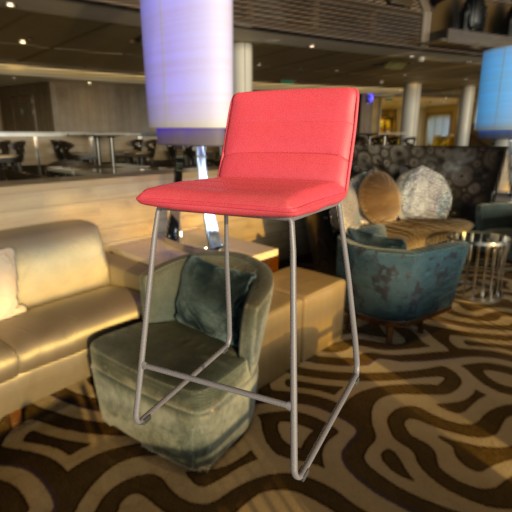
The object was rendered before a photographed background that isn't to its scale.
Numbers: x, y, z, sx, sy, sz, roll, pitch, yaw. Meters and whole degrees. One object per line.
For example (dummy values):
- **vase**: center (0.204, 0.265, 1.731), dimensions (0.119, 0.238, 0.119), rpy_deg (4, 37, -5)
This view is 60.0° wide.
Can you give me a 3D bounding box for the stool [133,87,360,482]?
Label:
- **stool**: center (0.000, 0.000, 1.168), dimensions (0.489, 0.866, 0.524), rpy_deg (7, 17, 25)
